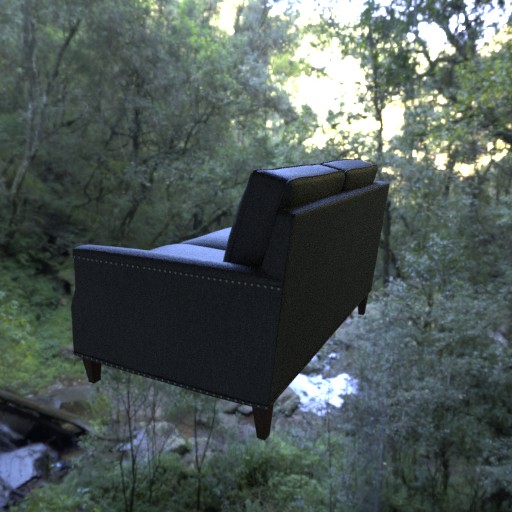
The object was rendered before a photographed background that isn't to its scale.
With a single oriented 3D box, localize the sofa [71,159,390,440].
[{"bbox_3d":[0.000,0.000,2.369,1.084,1.003,1.597,7,15,27],"label":"sofa"}]
